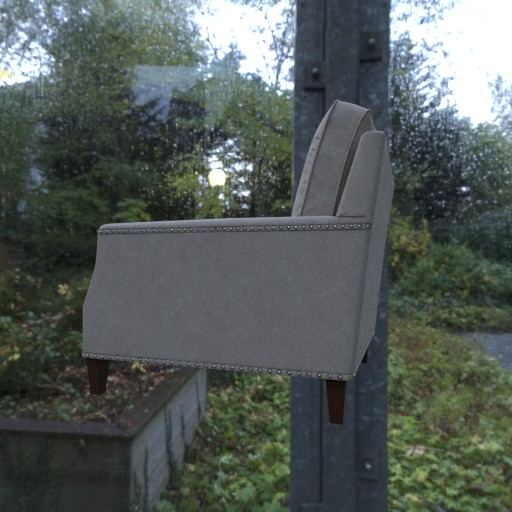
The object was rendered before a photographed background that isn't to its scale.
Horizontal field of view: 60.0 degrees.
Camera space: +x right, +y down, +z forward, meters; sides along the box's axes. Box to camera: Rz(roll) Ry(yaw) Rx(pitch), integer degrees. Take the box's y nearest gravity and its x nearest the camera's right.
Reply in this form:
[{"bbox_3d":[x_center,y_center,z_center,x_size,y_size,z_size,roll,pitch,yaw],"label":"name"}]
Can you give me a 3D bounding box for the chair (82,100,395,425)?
[{"bbox_3d":[0.000,0.000,1.736,1.014,0.943,0.853,0,0,19],"label":"chair"}]
